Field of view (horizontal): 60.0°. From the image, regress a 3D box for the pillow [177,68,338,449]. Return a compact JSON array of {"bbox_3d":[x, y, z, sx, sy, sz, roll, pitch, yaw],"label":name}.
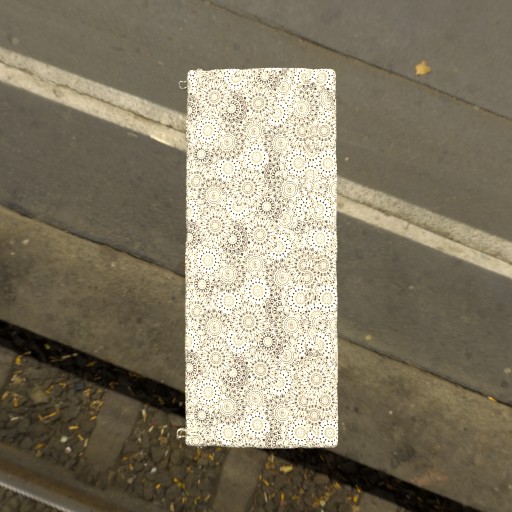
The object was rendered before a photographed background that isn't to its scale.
[{"bbox_3d":[0.000,0.000,1.362,0.492,0.081,1.187,0,88,1],"label":"pillow"}]
